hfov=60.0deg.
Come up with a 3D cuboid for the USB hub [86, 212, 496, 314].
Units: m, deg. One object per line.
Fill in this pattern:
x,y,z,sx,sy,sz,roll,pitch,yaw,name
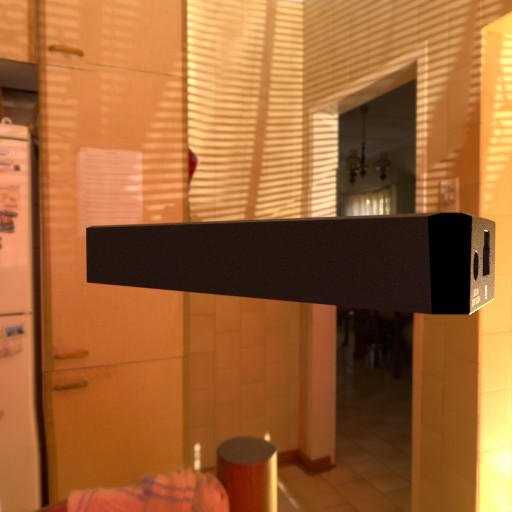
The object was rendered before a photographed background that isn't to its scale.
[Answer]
0.000,0.000,0.156,0.145,0.023,0.044,1,2,36,USB hub
